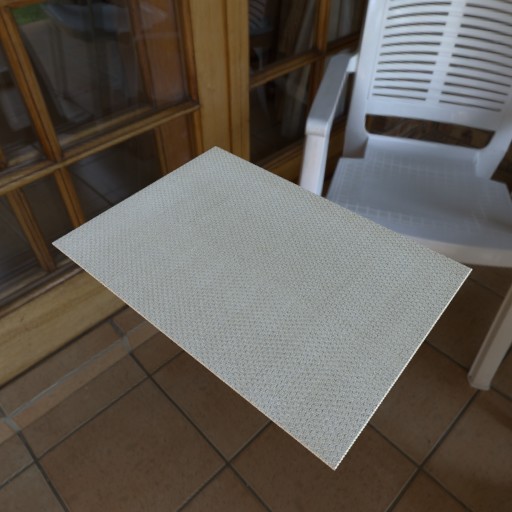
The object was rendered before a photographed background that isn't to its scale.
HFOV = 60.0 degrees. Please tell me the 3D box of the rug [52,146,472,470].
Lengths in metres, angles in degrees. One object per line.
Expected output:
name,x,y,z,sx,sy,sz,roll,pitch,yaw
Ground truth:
rug,0.000,0.000,2.759,2.144,0.013,1.509,31,53,27
